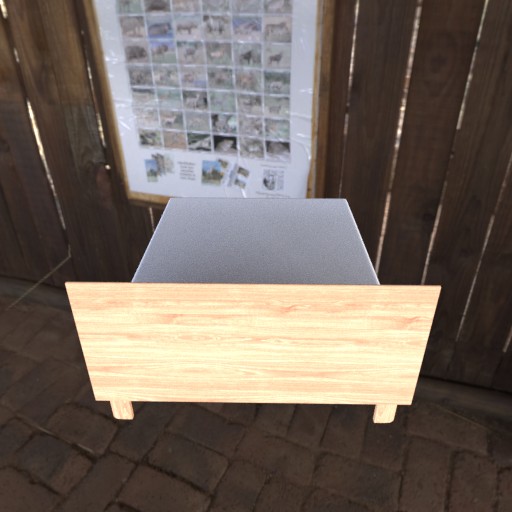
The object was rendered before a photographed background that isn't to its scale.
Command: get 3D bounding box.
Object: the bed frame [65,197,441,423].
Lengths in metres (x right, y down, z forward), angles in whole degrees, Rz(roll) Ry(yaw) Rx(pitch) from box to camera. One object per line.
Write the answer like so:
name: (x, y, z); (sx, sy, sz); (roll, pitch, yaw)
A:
bed frame: (0.000, 0.000, 3.091); (1.660, 0.940, 2.092); (1, 31, 1)
